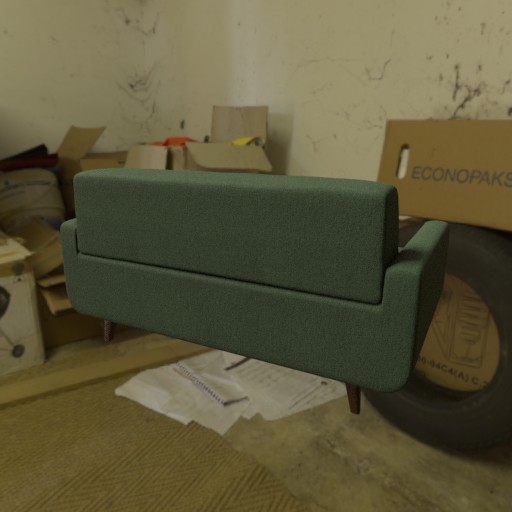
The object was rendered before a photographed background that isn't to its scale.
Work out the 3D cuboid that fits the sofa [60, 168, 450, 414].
[{"bbox_3d":[0.000,0.000,2.135,1.631,0.841,0.909,8,17,27],"label":"sofa"}]
